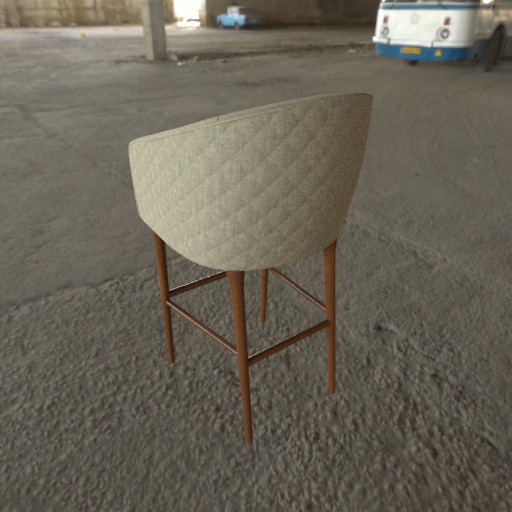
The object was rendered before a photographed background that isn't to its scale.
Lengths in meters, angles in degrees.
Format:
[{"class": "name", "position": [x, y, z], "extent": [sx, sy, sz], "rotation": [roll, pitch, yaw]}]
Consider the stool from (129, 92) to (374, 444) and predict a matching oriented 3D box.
[{"class": "stool", "position": [0.000, 0.000, 1.447], "extent": [0.559, 1.078, 0.607], "rotation": [-19, 35, -30]}]
